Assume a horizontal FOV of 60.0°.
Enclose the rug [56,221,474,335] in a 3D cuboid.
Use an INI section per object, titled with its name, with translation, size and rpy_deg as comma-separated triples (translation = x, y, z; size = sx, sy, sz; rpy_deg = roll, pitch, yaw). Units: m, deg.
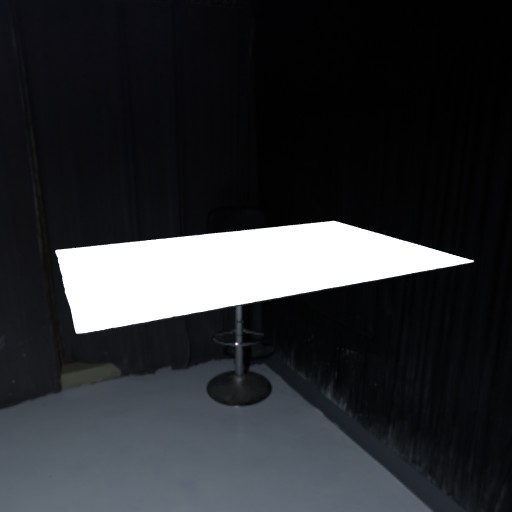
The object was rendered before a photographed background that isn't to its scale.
[rug]
translation = 0.000, 0.000, 3.031
size = 2.442, 0.010, 1.546
rpy_deg = -8, 17, -26
